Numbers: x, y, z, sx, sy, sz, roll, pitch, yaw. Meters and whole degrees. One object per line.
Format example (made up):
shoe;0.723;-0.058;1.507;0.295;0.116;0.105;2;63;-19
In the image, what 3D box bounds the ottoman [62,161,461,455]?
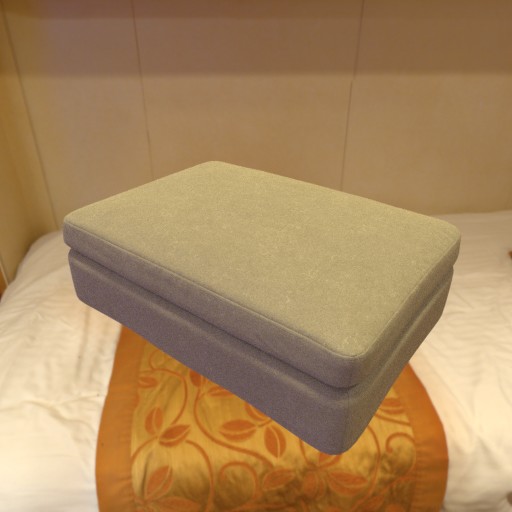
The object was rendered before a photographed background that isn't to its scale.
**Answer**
ottoman;0.000;0.000;1.603;1.199;0.429;0.840;21;37;32
